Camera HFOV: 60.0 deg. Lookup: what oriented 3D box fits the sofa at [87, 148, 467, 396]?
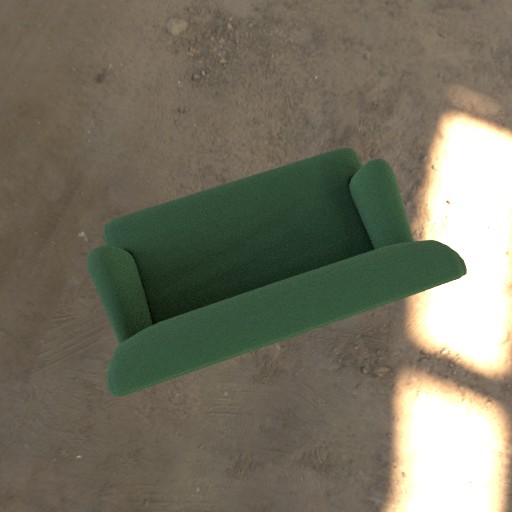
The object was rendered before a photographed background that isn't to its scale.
[{"bbox_3d":[0.000,0.000,1.853,1.297,0.889,0.779,-18,75,-5],"label":"sofa"}]
